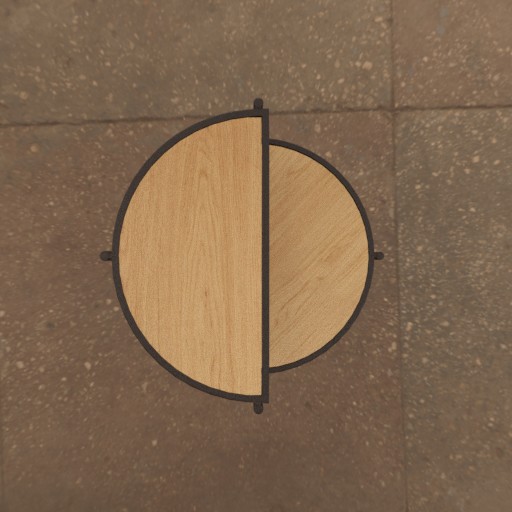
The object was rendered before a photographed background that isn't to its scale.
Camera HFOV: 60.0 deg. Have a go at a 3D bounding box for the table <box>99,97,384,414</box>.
[{"bbox_3d":[0.000,0.000,1.206,0.628,0.684,0.629,0,90,-1],"label":"table"}]
